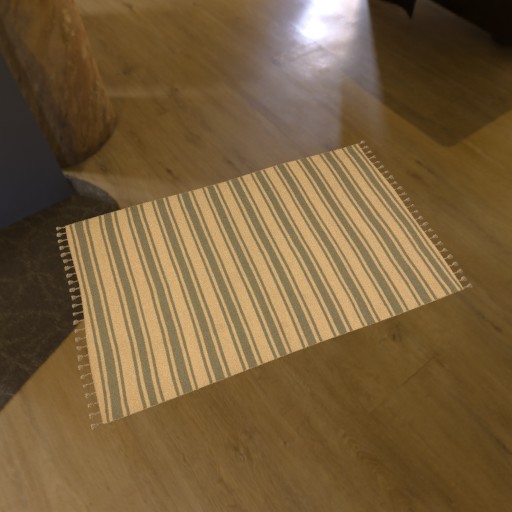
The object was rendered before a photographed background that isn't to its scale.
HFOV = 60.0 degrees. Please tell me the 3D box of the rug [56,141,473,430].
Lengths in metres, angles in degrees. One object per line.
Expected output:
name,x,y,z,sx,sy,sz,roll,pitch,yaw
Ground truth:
rug,0.000,0.000,2.515,2.084,0.009,1.222,-18,59,-11
